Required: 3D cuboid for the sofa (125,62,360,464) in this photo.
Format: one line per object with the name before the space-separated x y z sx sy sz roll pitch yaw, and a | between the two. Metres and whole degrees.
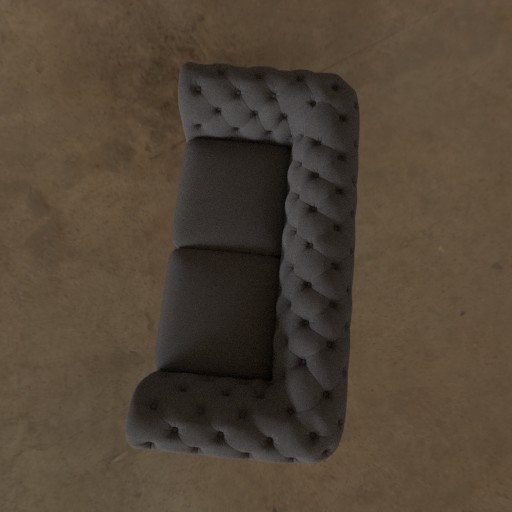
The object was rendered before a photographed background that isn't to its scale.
sofa | 0.000 0.000 2.449 0.986 0.764 1.998 5 77 1
